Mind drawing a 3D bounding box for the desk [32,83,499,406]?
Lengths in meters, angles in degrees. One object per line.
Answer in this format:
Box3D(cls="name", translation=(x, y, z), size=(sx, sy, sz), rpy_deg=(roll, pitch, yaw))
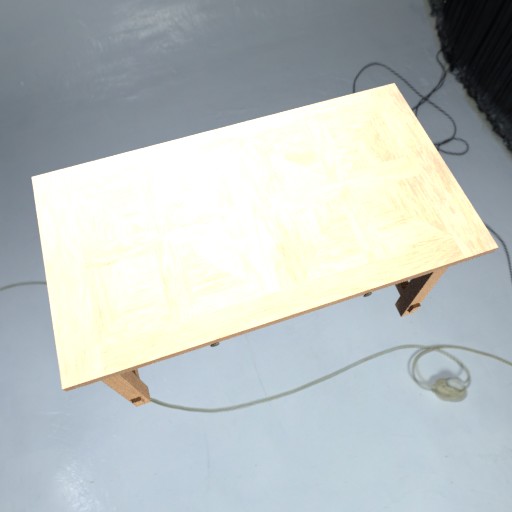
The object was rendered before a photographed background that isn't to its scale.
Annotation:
Box3D(cls="desk", translation=(0.000, 0.000, 1.939), size=(1.499, 0.762, 0.813), rpy_deg=(-17, 66, -8))
